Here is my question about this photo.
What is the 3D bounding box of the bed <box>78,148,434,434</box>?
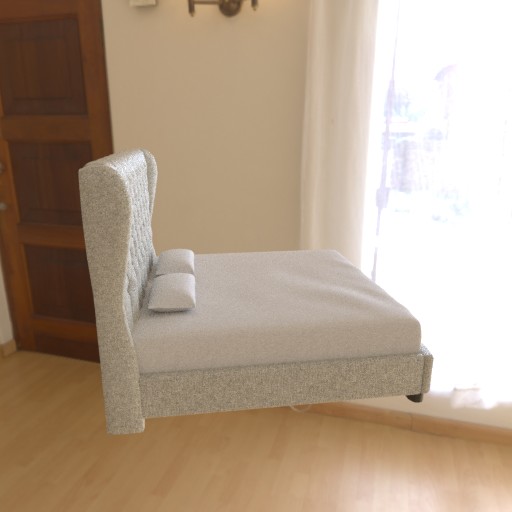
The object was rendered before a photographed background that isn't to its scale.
[{"bbox_3d":[0.000,0.000,3.889,2.347,1.771,2.219,-2,16,-8],"label":"bed"}]
